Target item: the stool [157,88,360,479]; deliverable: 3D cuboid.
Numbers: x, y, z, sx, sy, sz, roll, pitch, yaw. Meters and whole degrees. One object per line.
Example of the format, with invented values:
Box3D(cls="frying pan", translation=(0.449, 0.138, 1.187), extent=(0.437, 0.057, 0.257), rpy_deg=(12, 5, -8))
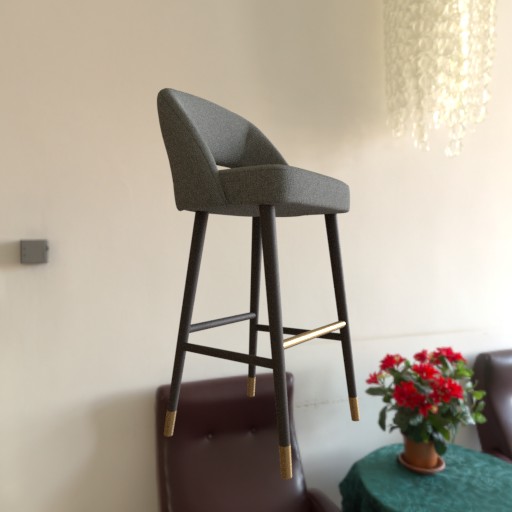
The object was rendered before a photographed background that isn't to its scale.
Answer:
Box3D(cls="stool", translation=(0.000, 0.000, 1.416), extent=(0.524, 1.089, 0.536), rpy_deg=(1, 2, 35))
